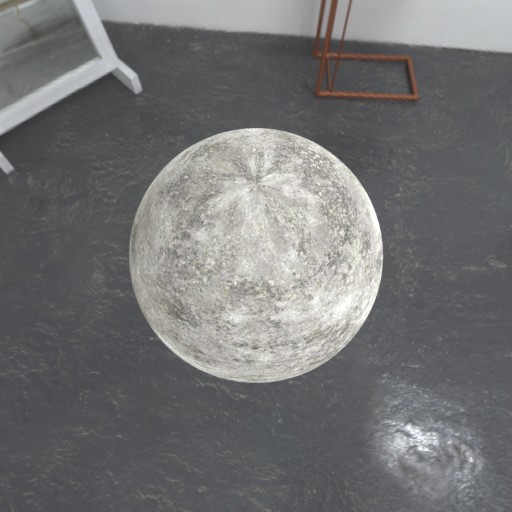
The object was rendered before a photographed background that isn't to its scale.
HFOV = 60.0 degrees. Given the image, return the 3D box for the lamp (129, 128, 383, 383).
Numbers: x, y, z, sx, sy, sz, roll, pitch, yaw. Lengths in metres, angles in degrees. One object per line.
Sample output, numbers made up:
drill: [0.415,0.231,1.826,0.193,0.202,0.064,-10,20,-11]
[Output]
lamp: [0.000,0.000,0.767,0.422,0.429,0.422,0,64,0]
